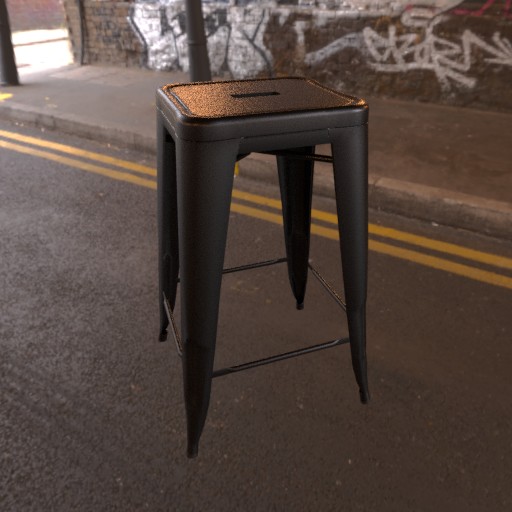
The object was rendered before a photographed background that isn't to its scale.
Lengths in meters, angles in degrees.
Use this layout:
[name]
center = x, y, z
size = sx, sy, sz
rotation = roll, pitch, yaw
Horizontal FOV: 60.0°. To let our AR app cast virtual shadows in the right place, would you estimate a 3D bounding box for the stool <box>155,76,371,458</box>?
[stool]
center = 0.000, 0.000, 0.864
size = 0.399, 0.609, 0.359
rotation = -11, 33, -17
